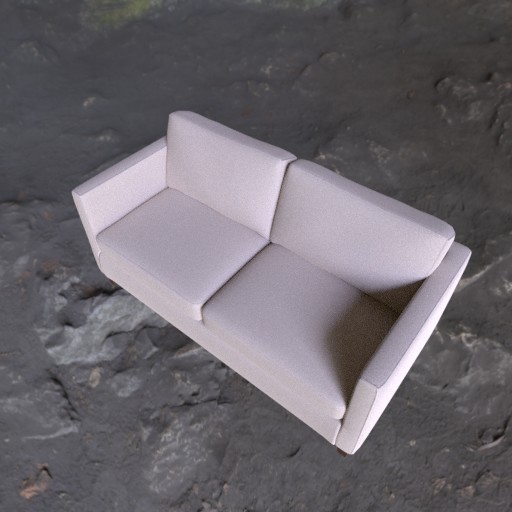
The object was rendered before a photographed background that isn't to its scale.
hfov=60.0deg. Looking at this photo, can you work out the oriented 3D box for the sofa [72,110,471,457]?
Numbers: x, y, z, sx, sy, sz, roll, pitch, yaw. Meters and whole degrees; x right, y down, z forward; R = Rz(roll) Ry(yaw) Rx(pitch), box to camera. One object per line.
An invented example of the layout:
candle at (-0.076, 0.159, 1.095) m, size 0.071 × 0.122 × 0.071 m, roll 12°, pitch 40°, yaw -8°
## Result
sofa at (0.000, 0.000, 2.214) m, size 1.722 × 0.888 × 0.873 m, roll 30°, pitch 53°, yaw 26°
